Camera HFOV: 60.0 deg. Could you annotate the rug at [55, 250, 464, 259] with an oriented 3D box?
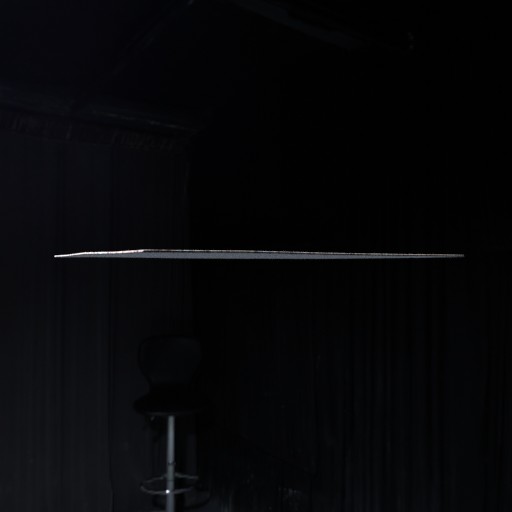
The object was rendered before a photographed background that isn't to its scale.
[{"bbox_3d":[0.000,0.000,4.319,3.226,0.024,2.436,1,-1,-35],"label":"rug"}]
